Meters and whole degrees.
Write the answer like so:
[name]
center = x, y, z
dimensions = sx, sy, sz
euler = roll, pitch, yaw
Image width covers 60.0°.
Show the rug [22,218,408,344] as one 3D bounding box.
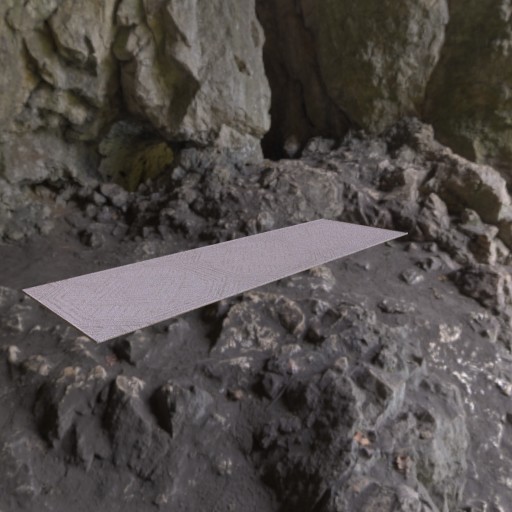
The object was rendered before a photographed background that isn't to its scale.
[rug]
center = 0.000, 0.000, 2.721
dimensions = 0.775, 0.012, 2.452
euler = 15, 22, 42
